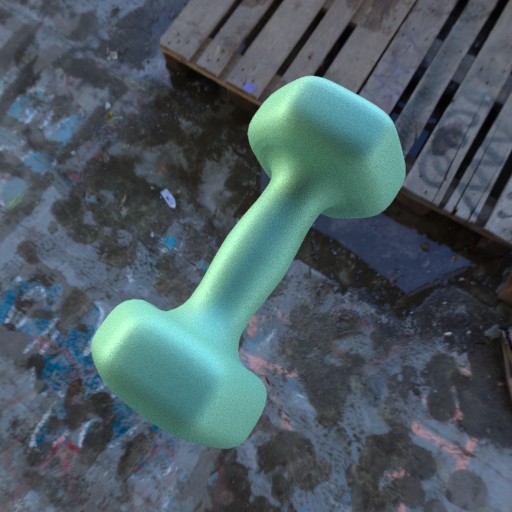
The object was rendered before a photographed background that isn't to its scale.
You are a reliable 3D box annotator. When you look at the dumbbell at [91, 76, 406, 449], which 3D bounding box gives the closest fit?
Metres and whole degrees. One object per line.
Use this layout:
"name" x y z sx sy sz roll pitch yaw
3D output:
"dumbbell" 0.000 0.000 0.326 0.129 0.117 0.260 33 78 8
